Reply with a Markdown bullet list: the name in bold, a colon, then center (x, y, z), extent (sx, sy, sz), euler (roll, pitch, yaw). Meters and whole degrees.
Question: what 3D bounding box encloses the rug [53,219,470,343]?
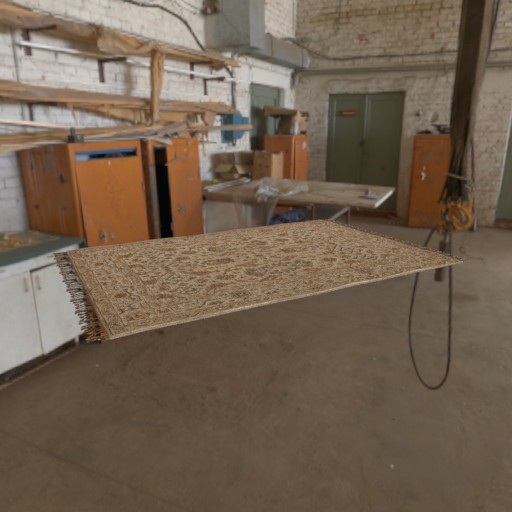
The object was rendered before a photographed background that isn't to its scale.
- **rug**: center (0.000, 0.000, 3.028), extent (2.434, 0.027, 1.529), euler (-9, 19, -28)
